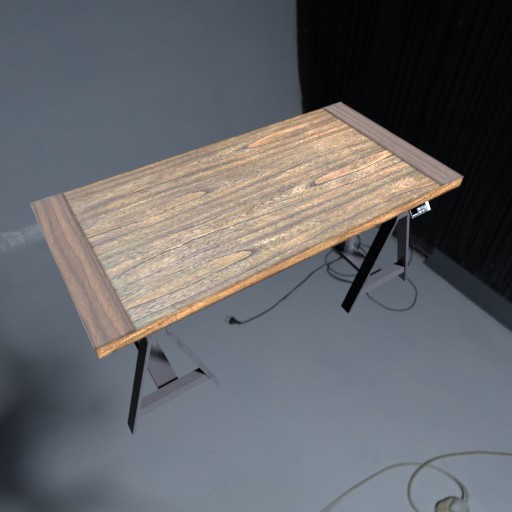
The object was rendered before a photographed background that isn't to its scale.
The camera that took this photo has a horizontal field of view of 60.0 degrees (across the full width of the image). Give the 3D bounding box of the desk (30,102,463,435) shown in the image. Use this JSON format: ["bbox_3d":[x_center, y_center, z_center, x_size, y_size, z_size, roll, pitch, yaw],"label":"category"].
[{"bbox_3d":[0.000,0.000,1.987,1.543,0.725,0.784,-24,50,-22],"label":"desk"}]
